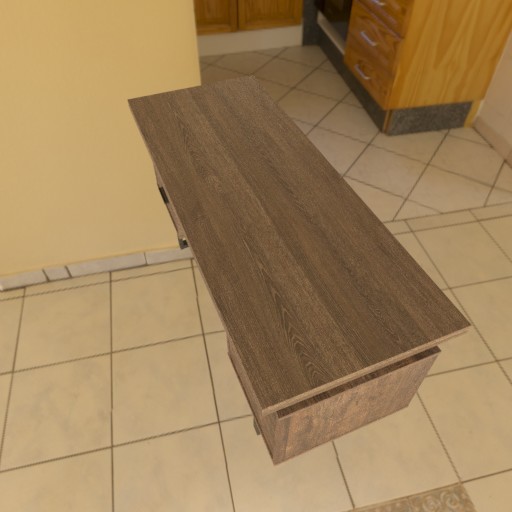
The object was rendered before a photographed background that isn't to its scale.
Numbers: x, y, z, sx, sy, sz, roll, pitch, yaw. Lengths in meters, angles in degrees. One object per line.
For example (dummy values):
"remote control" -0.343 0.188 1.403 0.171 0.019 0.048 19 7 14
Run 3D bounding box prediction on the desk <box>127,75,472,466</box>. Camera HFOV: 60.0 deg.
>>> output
"desk" 0.000 0.000 1.845 0.600 0.760 1.524 -17 50 -15
